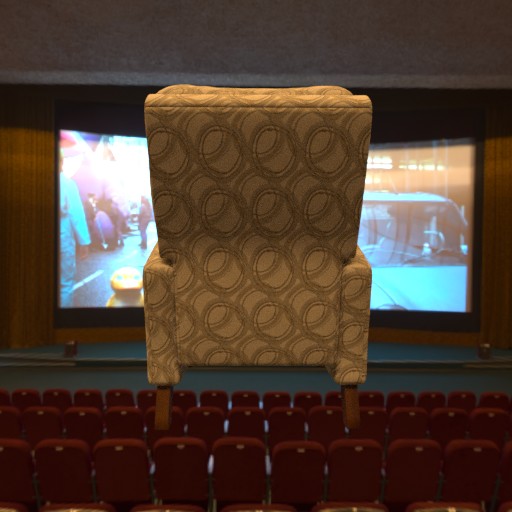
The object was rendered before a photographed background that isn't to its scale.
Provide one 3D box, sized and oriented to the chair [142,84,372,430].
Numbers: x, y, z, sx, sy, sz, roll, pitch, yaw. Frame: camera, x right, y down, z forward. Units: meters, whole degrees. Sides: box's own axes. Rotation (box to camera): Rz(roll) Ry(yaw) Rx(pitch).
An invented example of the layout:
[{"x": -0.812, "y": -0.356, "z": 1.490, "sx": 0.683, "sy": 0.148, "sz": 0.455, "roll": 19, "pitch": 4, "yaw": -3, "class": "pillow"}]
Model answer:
[{"x": 0.000, "y": 0.000, "z": 1.716, "sx": 0.796, "sy": 1.065, "sz": 0.995, "roll": 0, "pitch": 0, "yaw": -1, "class": "chair"}]
